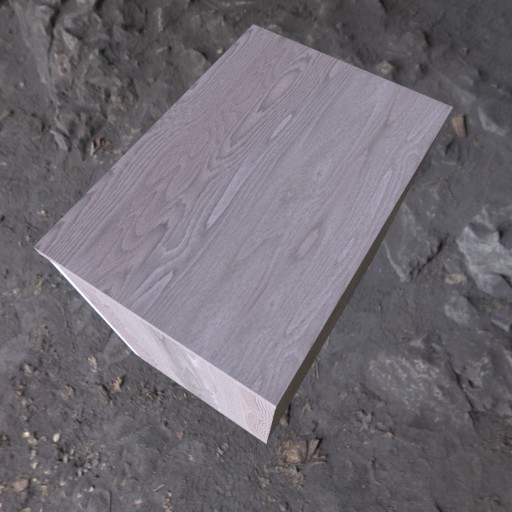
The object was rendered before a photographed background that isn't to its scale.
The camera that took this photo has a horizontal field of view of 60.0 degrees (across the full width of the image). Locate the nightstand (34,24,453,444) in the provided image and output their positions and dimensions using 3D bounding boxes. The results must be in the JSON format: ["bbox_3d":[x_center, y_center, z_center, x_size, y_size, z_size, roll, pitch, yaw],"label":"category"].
[{"bbox_3d":[0.000,0.000,0.735,0.325,0.461,0.442,30,66,14],"label":"nightstand"}]
